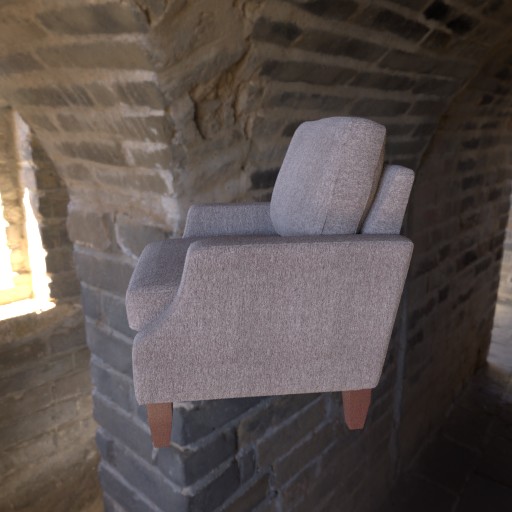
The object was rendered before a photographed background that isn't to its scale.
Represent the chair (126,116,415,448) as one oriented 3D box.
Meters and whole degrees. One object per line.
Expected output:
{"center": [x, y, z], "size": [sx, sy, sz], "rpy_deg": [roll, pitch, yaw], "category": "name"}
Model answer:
{"center": [0.000, 0.000, 1.669], "size": [0.897, 0.993, 0.855], "rpy_deg": [-2, 15, -8], "category": "chair"}
